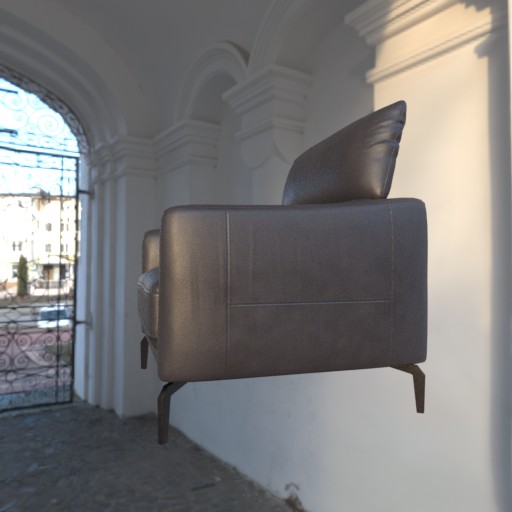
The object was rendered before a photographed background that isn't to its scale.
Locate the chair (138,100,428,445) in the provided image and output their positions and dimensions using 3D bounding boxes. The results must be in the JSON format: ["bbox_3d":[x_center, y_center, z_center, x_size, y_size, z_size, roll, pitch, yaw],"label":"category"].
[{"bbox_3d":[0.000,0.000,1.612,0.809,0.949,0.976,0,-1,-17],"label":"chair"}]
